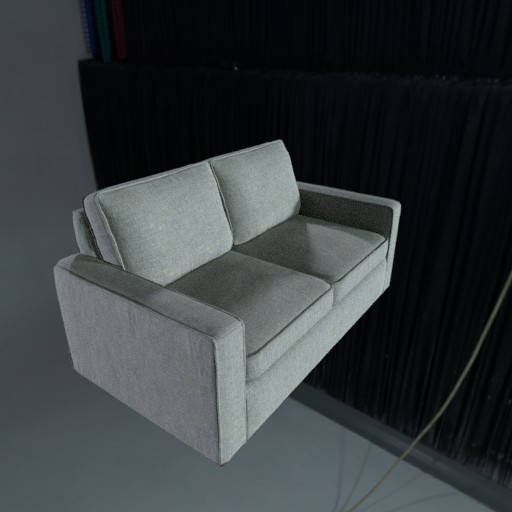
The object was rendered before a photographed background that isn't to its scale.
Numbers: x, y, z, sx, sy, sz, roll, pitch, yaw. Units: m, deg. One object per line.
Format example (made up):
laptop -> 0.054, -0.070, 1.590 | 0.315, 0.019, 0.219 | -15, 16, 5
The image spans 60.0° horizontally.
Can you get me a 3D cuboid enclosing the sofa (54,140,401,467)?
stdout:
sofa -> 0.000, 0.000, 2.290 | 0.945, 0.915, 1.706 | 17, 30, 32
